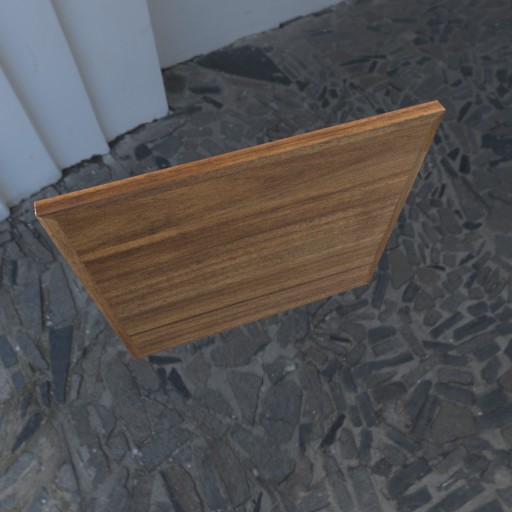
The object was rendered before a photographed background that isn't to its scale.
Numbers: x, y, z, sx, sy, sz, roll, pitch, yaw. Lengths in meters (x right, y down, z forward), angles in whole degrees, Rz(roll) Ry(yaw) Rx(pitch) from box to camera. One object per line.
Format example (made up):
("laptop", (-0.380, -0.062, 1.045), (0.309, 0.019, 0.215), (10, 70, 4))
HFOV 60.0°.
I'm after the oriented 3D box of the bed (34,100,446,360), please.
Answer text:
("bed", (0.000, 0.000, 1.473), (1.041, 0.940, 0.043), (-17, 59, -10))
